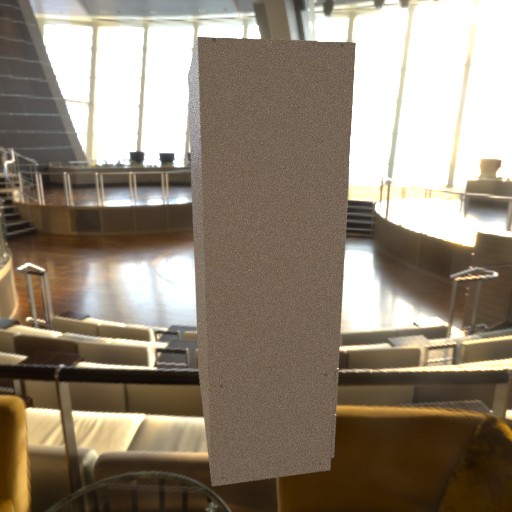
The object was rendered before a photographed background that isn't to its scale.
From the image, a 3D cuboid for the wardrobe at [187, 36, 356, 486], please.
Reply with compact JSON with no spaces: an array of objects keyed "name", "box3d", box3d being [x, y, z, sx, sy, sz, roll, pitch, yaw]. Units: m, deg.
[{"name":"wardrobe","box3d":[0.000,0.000,2.230,0.577,1.808,0.991,-3,16,-10]}]
